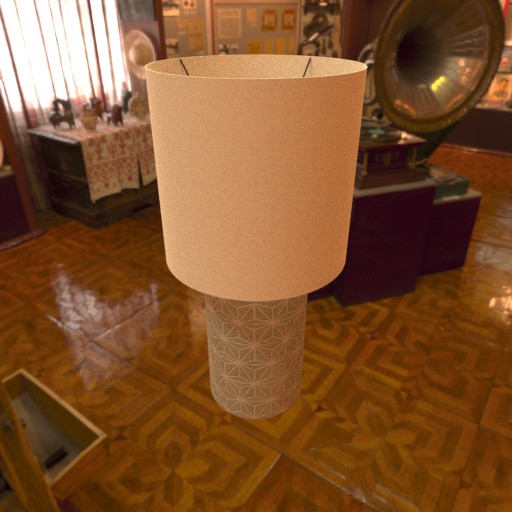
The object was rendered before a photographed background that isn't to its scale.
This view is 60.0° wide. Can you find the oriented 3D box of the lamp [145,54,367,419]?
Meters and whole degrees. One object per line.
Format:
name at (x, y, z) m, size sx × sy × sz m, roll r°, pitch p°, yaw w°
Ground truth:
lamp at (0.000, 0.000, 0.521) m, size 0.206 × 0.416 × 0.206 m, roll 20°, pitch 35°, yaw 32°
